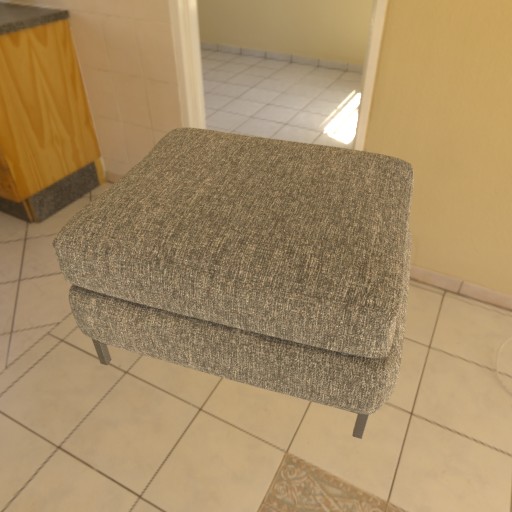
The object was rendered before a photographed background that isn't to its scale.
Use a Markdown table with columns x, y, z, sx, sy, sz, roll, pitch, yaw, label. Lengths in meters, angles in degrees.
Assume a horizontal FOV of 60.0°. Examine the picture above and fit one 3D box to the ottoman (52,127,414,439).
| x | y | z | sx | sy | sz | roll | pitch | yaw | label |
| --- | --- | --- | --- | --- | --- | --- | --- | --- | --- |
| 0.000 | 0.000 | 1.235 | 0.828 | 0.480 | 0.683 | 12 | 41 | 14 | ottoman |
